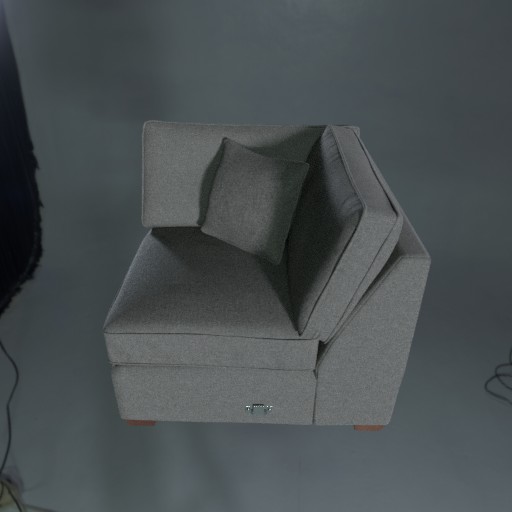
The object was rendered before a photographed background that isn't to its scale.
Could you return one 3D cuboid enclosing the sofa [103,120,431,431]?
[{"bbox_3d":[0.000,0.000,1.941,1.084,1.002,1.146,1,31,1],"label":"sofa"}]
